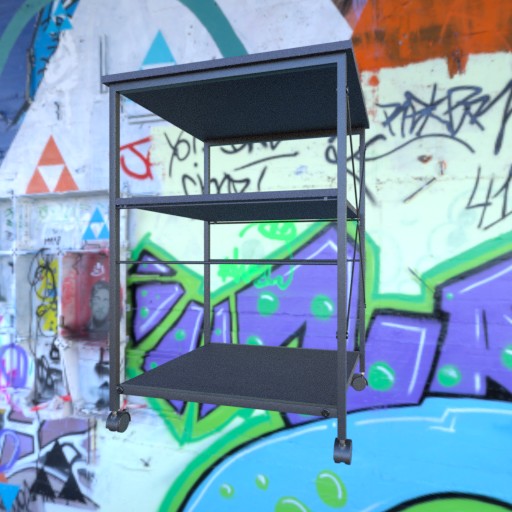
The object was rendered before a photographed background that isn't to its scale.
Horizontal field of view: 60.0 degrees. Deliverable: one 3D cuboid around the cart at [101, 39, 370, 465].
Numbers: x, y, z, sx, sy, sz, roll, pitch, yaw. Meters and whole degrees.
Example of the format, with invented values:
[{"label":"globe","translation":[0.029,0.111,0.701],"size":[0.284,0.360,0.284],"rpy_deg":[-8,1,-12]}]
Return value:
[{"label":"cart","translation":[0.000,0.000,1.106],"size":[0.520,0.762,0.521],"rpy_deg":[0,0,18]}]
